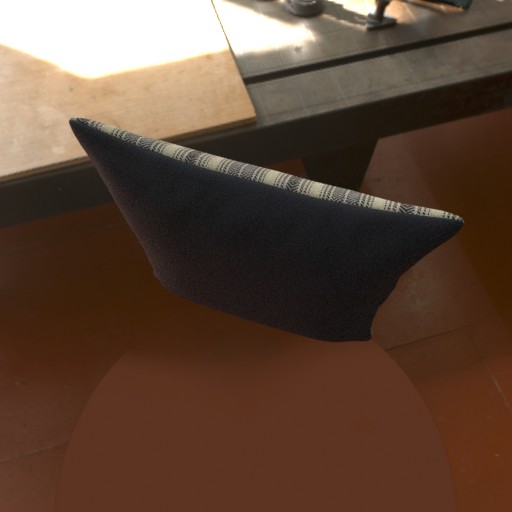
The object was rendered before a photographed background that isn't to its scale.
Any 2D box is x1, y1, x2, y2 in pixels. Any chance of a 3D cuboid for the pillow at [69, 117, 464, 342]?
[{"bbox_3d":[0.000,0.000,0.779,0.520,0.508,0.166,16,64,8],"label":"pillow"}]
